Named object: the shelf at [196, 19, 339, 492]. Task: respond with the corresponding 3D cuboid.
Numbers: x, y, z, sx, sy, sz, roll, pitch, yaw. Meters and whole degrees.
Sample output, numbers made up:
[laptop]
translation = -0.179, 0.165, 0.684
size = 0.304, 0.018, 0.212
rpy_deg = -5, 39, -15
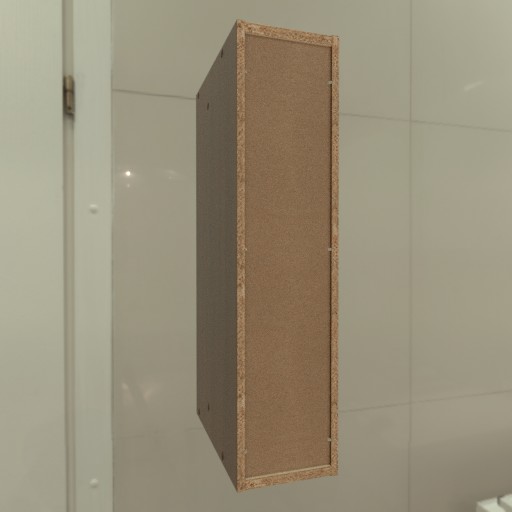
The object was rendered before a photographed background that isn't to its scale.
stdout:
[shelf]
translation = 0.000, 0.000, 0.721
size = 0.147, 0.600, 0.290
rpy_deg = 0, 1, -18
